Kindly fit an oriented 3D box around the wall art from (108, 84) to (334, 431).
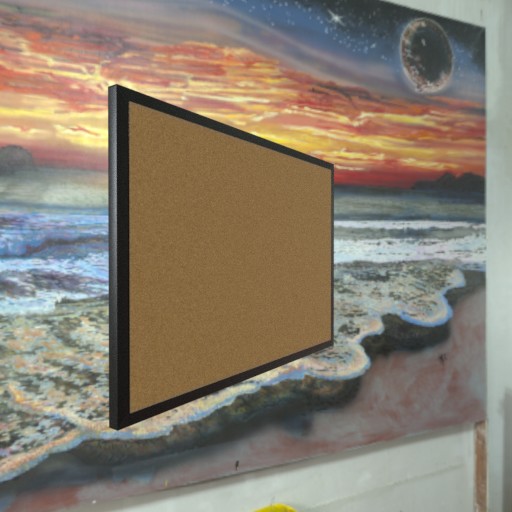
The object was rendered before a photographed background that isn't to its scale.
[{"bbox_3d":[0.000,0.000,0.574,0.013,0.306,0.440,0,1,35],"label":"wall art"}]
